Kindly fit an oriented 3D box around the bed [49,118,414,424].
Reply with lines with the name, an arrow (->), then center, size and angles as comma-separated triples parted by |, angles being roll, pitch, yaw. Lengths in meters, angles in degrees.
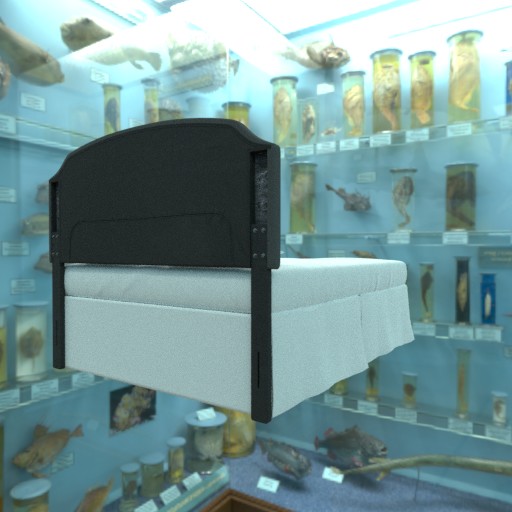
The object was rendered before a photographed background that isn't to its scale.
bed -> 0.000, 0.000, 2.935 | 1.558, 1.270, 1.999 | 1, 1, 34
